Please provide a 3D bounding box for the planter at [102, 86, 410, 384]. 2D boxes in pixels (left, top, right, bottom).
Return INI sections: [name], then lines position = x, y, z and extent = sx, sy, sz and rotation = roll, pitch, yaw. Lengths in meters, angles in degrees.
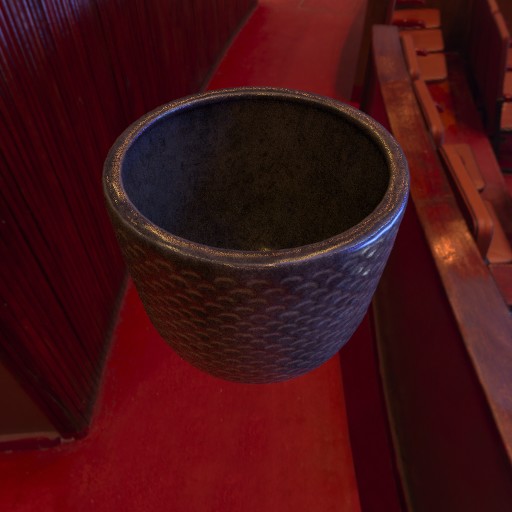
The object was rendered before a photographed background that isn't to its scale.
[planter]
position = 0.000, 0.000, 0.355
extent = 0.197, 0.191, 0.197
rotation = 0, 47, 0
